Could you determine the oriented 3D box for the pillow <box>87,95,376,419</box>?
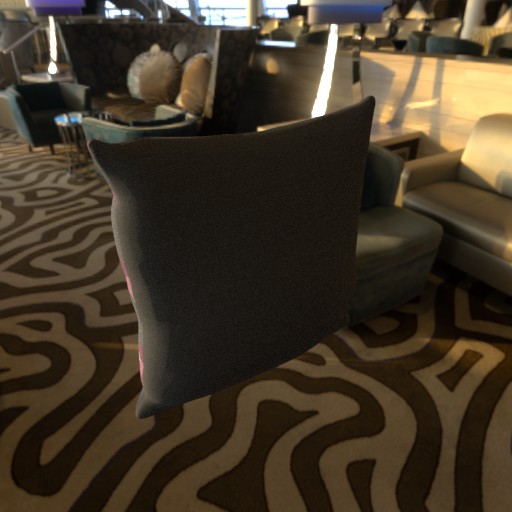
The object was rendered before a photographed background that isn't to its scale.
[{"bbox_3d":[0.000,0.000,0.776,0.503,0.496,0.208,-18,34,-29],"label":"pillow"}]
